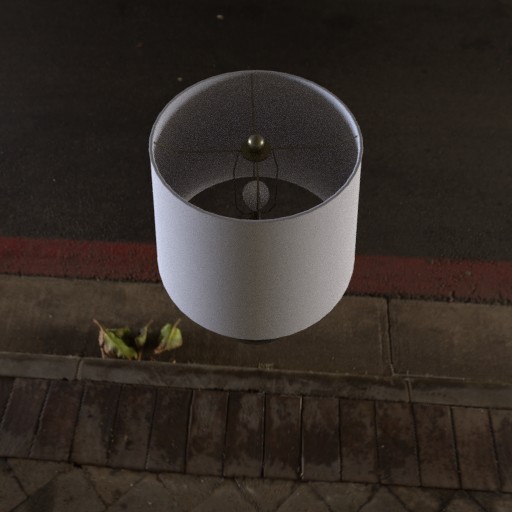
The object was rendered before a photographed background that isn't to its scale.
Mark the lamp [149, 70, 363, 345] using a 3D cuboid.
[{"bbox_3d":[0.000,0.000,0.561,0.239,0.399,0.239,0,58,0],"label":"lamp"}]
